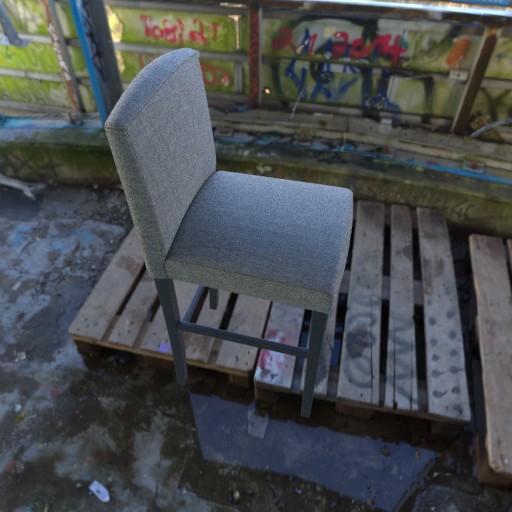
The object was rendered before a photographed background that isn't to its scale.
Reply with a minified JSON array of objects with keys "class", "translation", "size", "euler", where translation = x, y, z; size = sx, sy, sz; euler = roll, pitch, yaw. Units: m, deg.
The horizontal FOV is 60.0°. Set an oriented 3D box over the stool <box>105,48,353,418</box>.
[{"class":"stool","translation":[0.000,0.000,1.401],"size":[0.552,1.138,0.451],"euler":[11,46,10]}]
